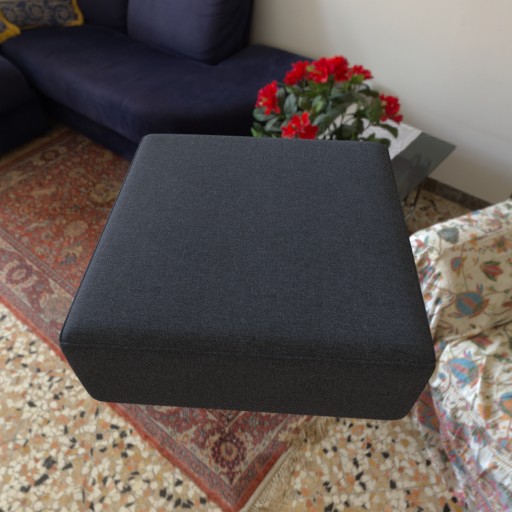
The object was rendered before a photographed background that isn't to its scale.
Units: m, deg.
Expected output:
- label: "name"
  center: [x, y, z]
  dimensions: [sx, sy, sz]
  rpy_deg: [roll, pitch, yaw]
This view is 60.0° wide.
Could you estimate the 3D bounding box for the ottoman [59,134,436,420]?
- label: "ottoman"
  center: [0.000, 0.000, 1.566]
  dimensions: [1.000, 0.439, 1.000]
  rpy_deg: [3, 48, 3]
